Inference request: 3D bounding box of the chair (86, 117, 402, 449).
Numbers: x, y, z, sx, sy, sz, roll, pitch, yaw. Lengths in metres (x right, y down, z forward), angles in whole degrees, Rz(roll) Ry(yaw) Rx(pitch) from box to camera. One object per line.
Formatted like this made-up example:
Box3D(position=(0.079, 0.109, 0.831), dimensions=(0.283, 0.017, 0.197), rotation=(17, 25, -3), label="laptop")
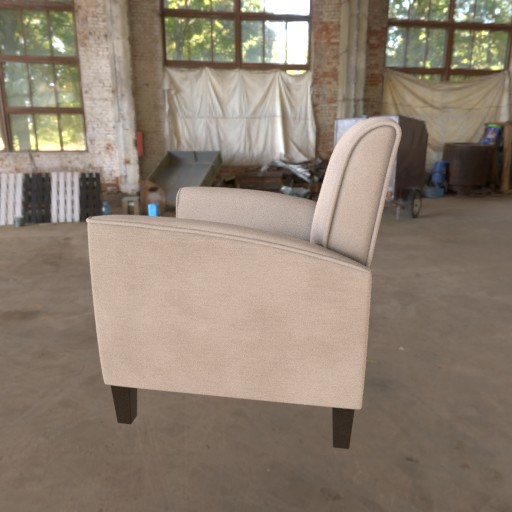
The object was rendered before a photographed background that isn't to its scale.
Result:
Box3D(position=(0.000, 0.000, 1.557), dimensions=(0.821, 0.915, 0.820), rotation=(3, 15, 10), label="chair")
